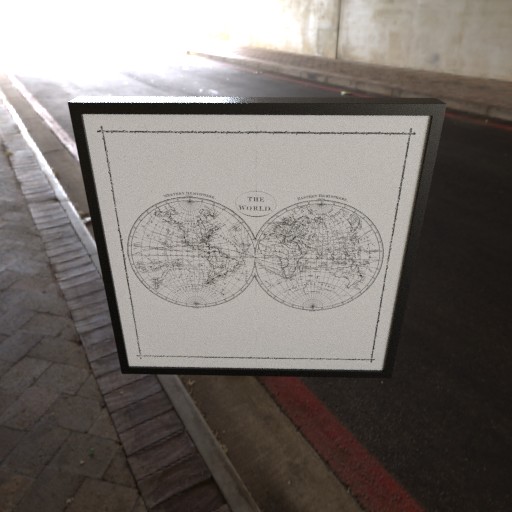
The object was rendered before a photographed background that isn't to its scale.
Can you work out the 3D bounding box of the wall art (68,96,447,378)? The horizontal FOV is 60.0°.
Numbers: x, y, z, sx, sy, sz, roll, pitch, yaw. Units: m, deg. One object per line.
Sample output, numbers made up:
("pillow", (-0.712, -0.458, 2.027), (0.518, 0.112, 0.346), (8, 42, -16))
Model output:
("wall art", (0.000, 0.000, 0.472), (0.327, 0.318, 0.029), (1, 29, 1))
